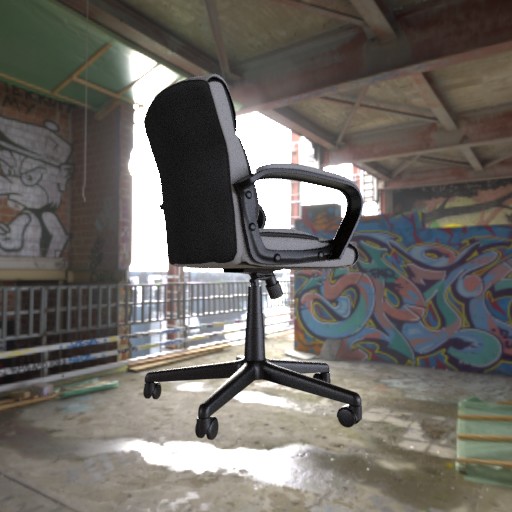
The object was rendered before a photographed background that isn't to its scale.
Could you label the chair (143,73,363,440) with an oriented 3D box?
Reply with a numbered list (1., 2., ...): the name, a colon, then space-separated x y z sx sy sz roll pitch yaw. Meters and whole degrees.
1. chair: 0.000 0.000 1.521 0.717 1.004 0.739 2 -3 -36
